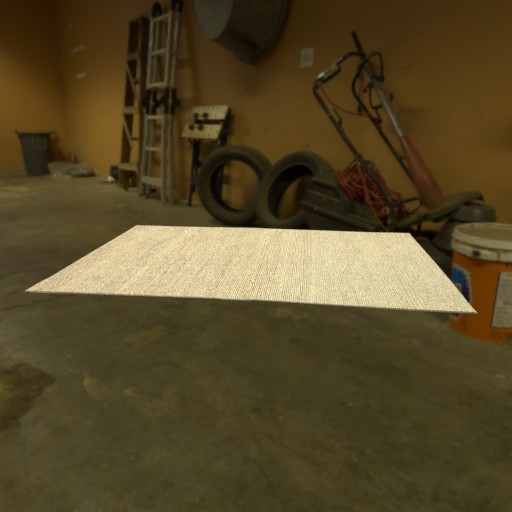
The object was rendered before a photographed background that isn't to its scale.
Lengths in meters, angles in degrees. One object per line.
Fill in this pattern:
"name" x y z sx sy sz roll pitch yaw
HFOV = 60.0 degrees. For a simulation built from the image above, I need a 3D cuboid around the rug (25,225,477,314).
"rug" 0.000 0.000 3.012 2.342 0.030 1.609 2 17 7
